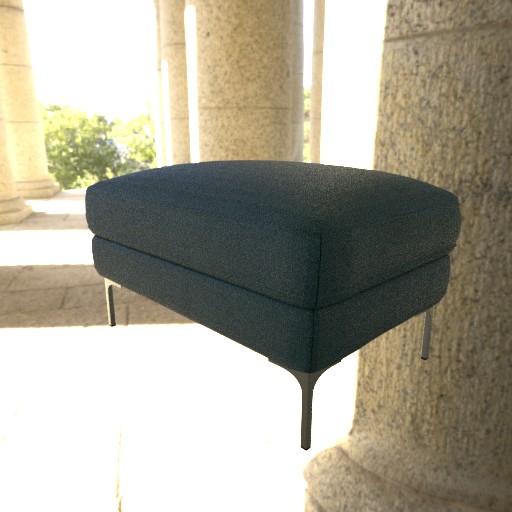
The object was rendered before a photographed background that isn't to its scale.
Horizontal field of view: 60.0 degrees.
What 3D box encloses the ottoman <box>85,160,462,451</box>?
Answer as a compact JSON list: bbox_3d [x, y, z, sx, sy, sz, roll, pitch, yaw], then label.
[{"bbox_3d":[0.000,0.000,1.187,0.563,0.498,0.856,-15,21,-42],"label":"ottoman"}]
